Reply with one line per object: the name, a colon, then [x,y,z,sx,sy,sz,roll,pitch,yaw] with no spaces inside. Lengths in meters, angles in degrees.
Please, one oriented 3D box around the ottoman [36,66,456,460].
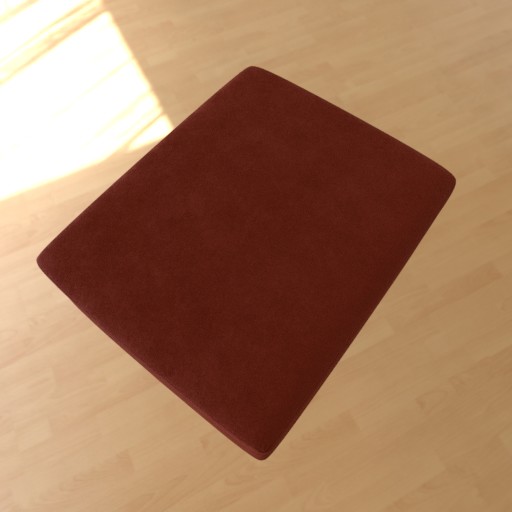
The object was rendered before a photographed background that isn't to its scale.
ottoman: [0.000,0.000,1.169,0.650,0.462,0.782,35,69,16]
